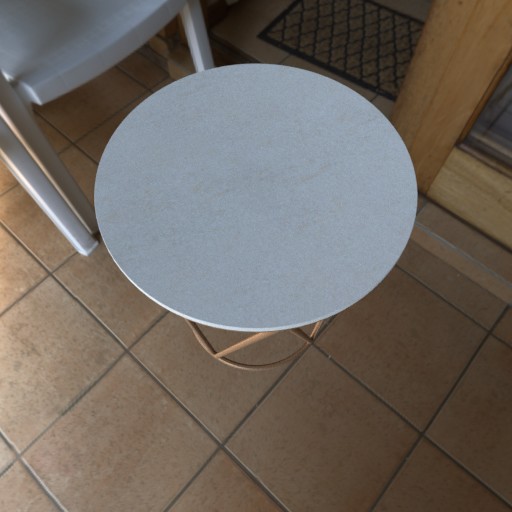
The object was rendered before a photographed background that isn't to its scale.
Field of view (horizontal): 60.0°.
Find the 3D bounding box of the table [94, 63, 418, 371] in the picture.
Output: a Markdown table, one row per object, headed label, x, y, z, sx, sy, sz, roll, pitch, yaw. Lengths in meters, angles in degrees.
| label | x | y | z | sx | sy | sz | roll | pitch | yaw |
| --- | --- | --- | --- | --- | --- | --- | --- | --- | --- |
| table | 0.000 | 0.000 | 0.944 | 0.500 | 0.564 | 0.500 | 0 | 63 | 0 |
